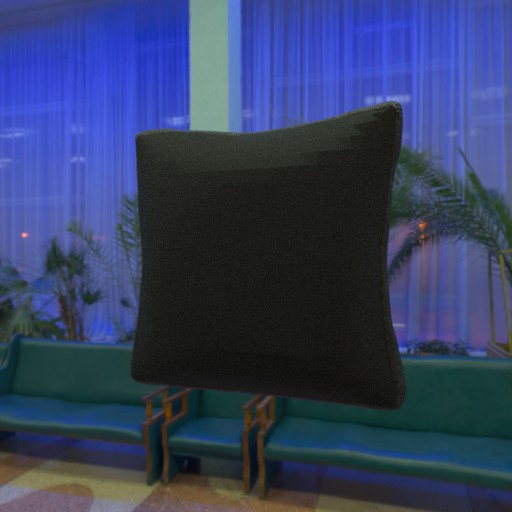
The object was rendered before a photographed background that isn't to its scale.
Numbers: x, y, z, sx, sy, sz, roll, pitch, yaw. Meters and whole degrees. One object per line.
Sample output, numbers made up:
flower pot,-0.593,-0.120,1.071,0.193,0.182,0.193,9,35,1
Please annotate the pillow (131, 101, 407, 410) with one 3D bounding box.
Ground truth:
pillow,0.000,0.000,0.829,0.533,0.523,0.210,0,0,18
